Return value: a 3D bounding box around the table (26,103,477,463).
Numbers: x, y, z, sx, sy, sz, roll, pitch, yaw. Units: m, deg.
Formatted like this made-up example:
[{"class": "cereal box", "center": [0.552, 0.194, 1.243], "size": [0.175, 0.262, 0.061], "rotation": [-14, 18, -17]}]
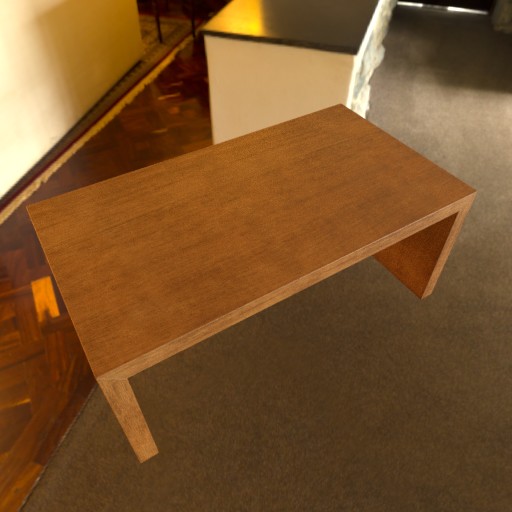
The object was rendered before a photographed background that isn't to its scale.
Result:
[{"class": "table", "center": [0.000, 0.000, 1.267], "size": [1.000, 0.419, 0.549], "rotation": [-24, 51, -21]}]
